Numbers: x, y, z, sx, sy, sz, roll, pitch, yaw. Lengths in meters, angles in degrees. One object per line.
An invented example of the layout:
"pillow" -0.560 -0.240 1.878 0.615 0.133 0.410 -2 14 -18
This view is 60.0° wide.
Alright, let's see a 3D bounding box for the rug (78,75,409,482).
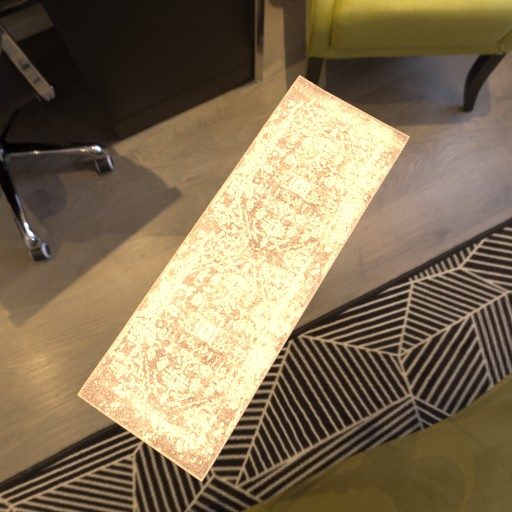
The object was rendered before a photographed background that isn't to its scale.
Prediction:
"rug" 0.000 0.000 2.702 0.855 0.017 2.452 31 78 7
